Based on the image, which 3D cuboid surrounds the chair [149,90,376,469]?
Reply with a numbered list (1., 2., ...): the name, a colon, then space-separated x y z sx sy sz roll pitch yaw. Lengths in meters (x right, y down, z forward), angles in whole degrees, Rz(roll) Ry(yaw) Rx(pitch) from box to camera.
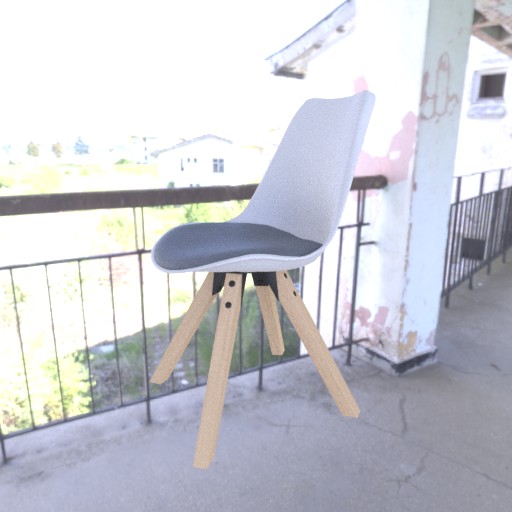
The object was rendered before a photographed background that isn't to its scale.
1. chair: 0.000 0.000 1.202 0.550 0.850 0.485 -7 16 -26
